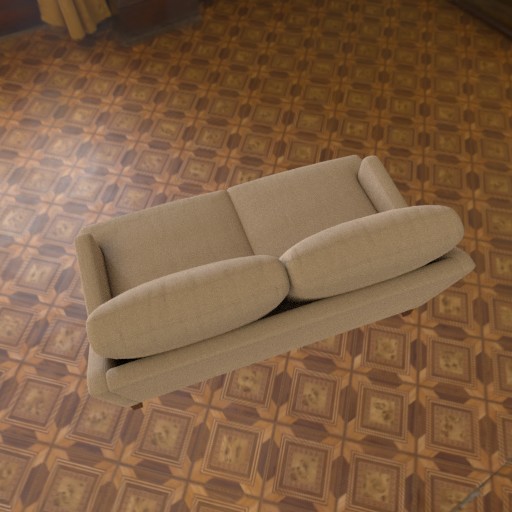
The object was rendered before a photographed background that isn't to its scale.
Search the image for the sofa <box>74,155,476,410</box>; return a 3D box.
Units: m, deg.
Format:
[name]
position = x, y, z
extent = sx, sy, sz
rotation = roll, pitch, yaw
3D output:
[sofa]
position = 0.000, 0.000, 2.143
extent = 1.619, 0.910, 1.004
rotation = -17, 59, -10
